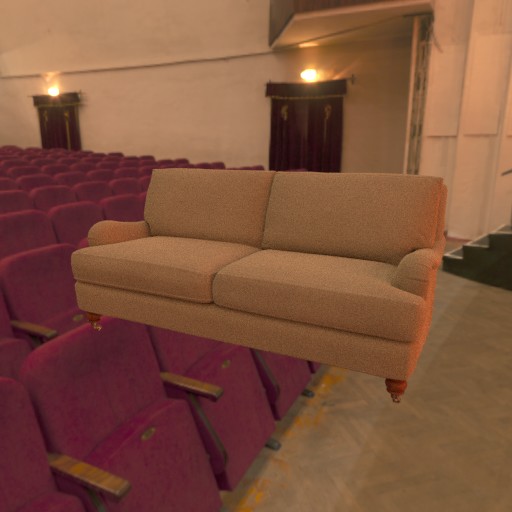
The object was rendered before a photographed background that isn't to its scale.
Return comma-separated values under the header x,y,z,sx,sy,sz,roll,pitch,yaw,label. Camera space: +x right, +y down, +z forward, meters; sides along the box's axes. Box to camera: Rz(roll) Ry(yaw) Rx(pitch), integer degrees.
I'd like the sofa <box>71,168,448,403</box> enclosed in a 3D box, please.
x,y,z,sx,sy,sz,roll,pitch,yaw,label
0.000,0.000,2.692,2.070,0.997,1.091,7,16,26,sofa
